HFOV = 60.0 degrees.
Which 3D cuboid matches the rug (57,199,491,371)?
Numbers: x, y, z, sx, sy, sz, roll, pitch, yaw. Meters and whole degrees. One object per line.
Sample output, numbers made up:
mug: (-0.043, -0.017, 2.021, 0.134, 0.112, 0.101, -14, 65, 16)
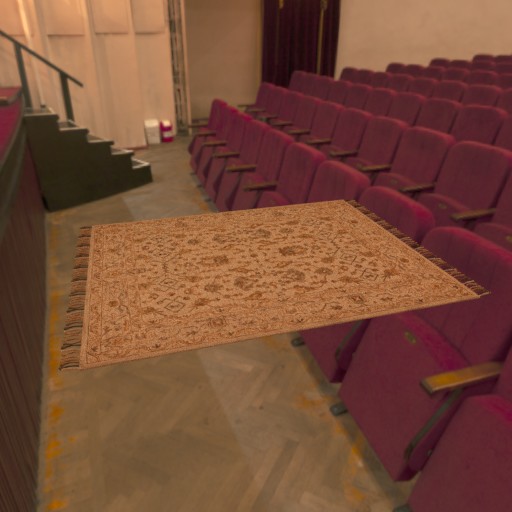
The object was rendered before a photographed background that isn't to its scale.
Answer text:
rug: (0.000, 0.000, 2.205, 1.726, 0.009, 1.278, -8, 28, -15)
